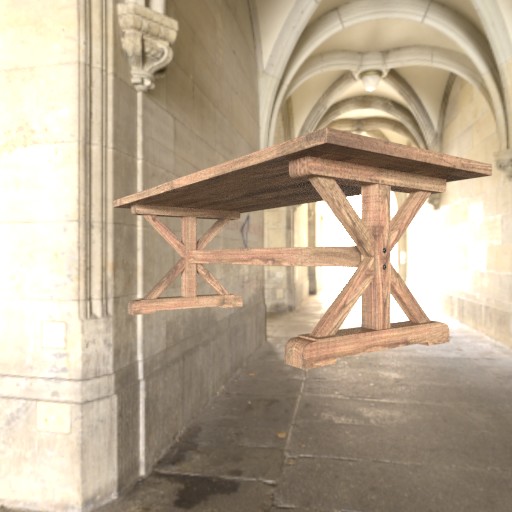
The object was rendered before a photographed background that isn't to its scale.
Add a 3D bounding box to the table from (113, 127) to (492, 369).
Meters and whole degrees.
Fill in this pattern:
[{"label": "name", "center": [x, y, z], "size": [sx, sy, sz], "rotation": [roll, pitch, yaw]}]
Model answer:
[{"label": "table", "center": [0.000, 0.000, 2.359], "size": [0.907, 0.733, 2.031], "rotation": [0, 0, -34]}]
